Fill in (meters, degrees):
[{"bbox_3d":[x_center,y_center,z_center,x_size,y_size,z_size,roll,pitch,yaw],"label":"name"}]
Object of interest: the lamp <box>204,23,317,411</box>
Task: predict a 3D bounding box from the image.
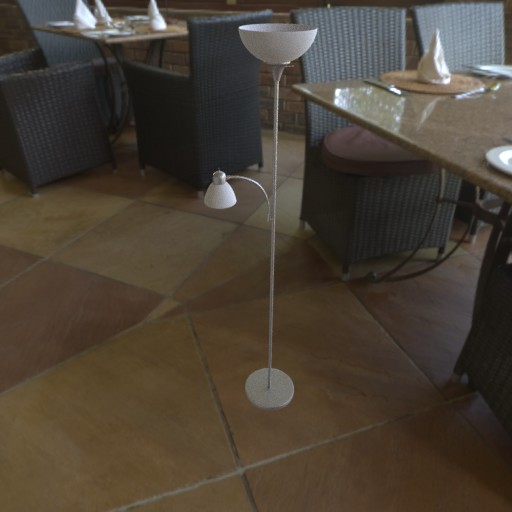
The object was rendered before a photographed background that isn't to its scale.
[{"bbox_3d":[0.000,0.000,1.965,0.425,1.804,0.279,-9,34,-14],"label":"lamp"}]
